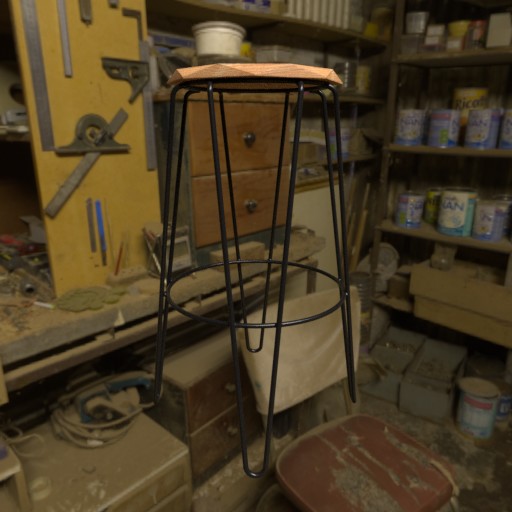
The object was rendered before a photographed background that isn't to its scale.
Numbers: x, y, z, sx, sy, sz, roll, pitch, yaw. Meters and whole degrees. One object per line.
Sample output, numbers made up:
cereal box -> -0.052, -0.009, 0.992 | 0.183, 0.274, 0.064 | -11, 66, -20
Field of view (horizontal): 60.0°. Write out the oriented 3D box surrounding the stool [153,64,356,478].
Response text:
stool -> 0.000, 0.000, 0.794 | 0.326, 0.610, 0.326 | 16, 23, 43
